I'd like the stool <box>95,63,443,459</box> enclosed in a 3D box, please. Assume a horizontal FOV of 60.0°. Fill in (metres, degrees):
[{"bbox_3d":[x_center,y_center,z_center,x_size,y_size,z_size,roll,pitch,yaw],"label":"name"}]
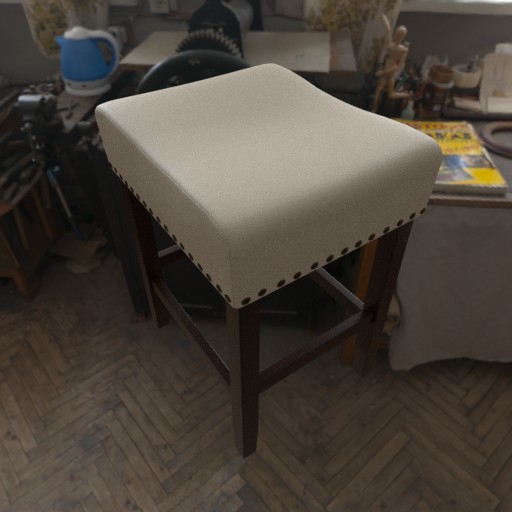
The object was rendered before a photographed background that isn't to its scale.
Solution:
[{"bbox_3d":[0.000,0.000,0.934,0.401,0.609,0.471,-25,47,-25],"label":"stool"}]
